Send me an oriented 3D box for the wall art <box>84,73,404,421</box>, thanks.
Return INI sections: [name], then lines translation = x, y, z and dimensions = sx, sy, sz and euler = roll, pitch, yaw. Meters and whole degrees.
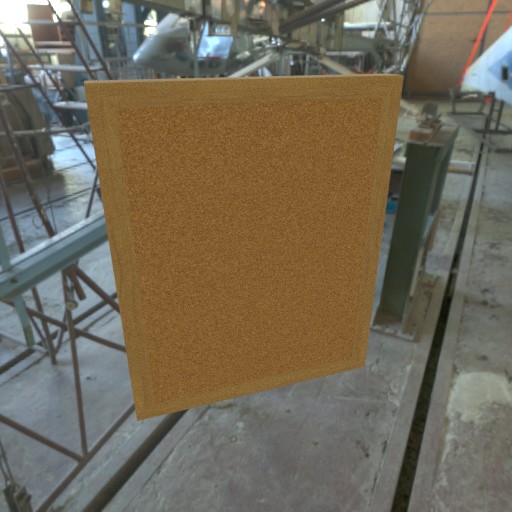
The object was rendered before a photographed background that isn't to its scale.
[wall art]
translation = 0.000, 0.000, 0.508
dimensions = 0.312, 0.380, 0.030
euler = -8, 27, -17
